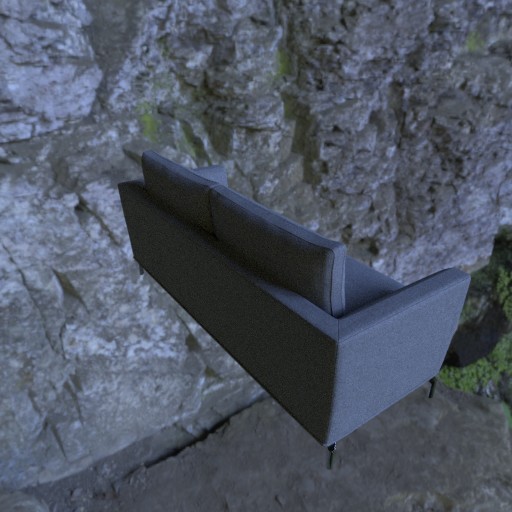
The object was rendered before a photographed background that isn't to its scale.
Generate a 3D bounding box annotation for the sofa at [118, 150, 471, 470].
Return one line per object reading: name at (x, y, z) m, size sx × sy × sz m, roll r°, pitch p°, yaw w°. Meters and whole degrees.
sofa at (0.000, 0.000, 2.682) m, size 0.869 × 1.002 × 2.212 m, roll -18°, pitch 33°, yaw -31°
